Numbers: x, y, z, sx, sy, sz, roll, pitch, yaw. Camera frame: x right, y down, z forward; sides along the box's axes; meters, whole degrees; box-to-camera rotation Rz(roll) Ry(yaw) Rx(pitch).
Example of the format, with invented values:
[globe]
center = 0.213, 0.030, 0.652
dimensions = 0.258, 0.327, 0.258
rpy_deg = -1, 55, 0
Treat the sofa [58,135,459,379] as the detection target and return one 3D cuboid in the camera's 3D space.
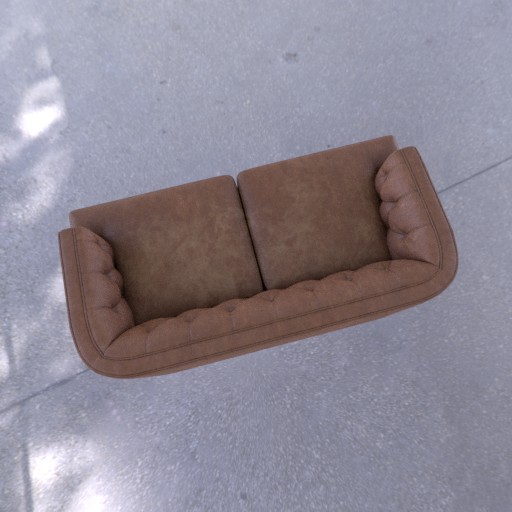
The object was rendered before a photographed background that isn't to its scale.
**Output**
[sofa]
center = 0.000, 0.000, 2.268
dimensions = 1.755, 0.786, 0.914
rpy_deg = -14, 77, -3
